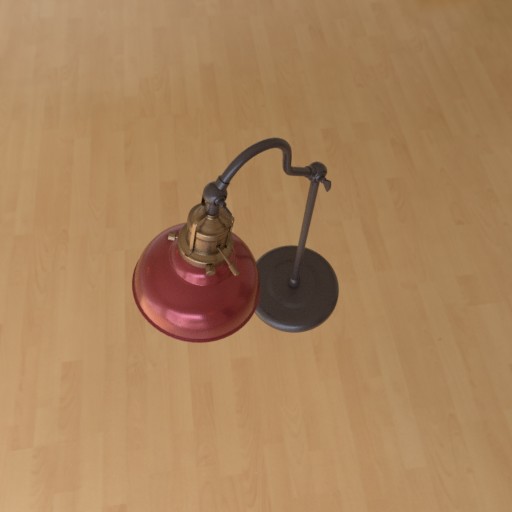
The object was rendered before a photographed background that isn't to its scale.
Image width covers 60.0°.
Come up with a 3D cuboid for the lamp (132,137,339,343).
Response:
[{"bbox_3d":[0.000,0.000,0.677,0.374,0.508,0.192,-30,68,-14],"label":"lamp"}]
